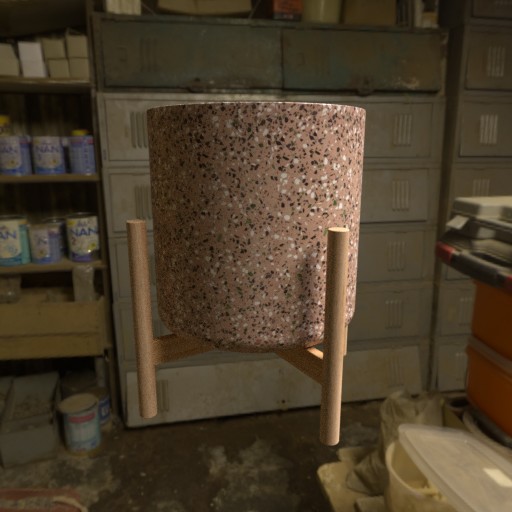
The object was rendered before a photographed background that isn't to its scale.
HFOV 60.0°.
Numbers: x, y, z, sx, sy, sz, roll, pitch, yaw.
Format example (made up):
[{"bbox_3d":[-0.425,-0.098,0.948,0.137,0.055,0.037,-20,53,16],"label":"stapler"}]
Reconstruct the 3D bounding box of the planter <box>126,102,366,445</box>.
[{"bbox_3d":[0.000,0.000,0.679,0.360,0.419,0.360,-2,14,-9],"label":"planter"}]
